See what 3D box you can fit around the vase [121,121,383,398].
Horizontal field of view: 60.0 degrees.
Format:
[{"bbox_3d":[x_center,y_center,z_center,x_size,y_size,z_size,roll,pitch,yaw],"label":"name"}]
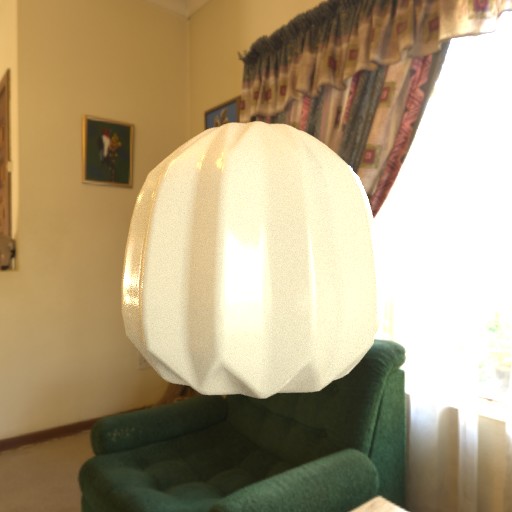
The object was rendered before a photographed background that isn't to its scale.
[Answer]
[{"bbox_3d":[0.000,0.000,0.244,0.139,0.134,0.139,0,1,0],"label":"vase"}]
